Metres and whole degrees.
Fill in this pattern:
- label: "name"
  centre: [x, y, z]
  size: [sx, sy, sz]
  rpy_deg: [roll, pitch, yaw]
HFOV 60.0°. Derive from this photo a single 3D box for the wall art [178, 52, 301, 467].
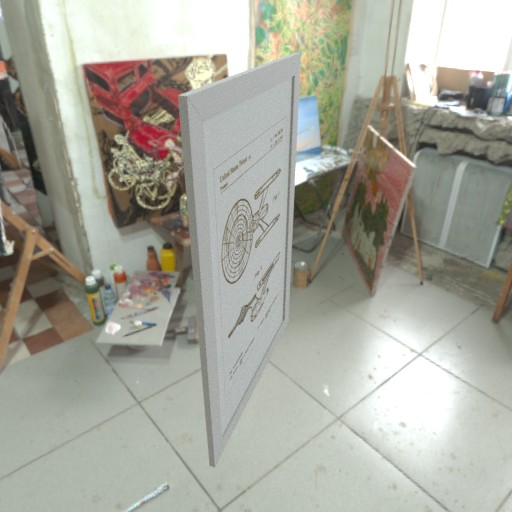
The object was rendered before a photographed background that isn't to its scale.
- label: "wall art"
  centre: [0.000, 0.000, 0.837]
  size: [0.011, 0.659, 0.454]
  rpy_deg: [11, 32, 18]
